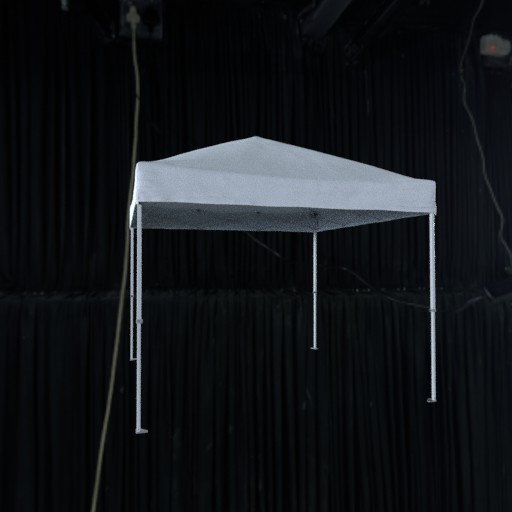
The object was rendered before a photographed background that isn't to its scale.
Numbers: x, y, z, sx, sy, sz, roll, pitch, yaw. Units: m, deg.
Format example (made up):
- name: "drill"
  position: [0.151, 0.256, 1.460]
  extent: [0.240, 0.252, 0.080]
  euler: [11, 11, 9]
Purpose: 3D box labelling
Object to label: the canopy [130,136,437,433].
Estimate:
- name: "canopy"
  position: [0.000, 0.000, 5.537]
  extent: [2.998, 2.997, 2.996]
  euler: [0, -1, -17]
